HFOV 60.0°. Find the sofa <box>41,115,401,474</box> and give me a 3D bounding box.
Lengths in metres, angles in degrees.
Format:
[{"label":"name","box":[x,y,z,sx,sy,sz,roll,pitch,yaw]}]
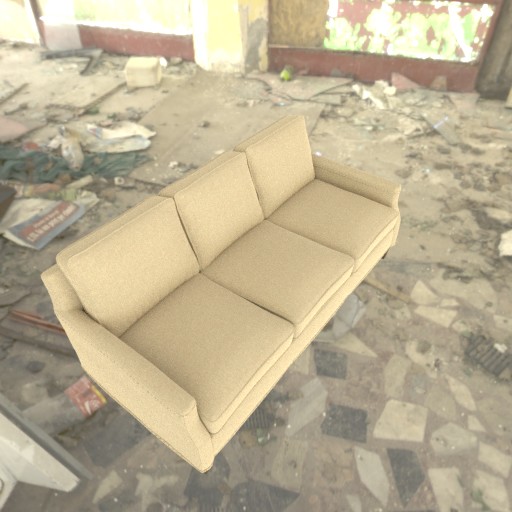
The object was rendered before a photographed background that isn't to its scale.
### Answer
[{"label":"sofa","box":[0.000,0.000,2.828,1.084,1.003,2.246,27,49,27]}]
